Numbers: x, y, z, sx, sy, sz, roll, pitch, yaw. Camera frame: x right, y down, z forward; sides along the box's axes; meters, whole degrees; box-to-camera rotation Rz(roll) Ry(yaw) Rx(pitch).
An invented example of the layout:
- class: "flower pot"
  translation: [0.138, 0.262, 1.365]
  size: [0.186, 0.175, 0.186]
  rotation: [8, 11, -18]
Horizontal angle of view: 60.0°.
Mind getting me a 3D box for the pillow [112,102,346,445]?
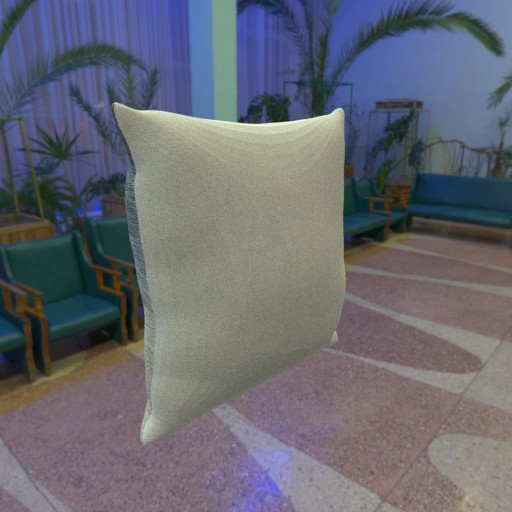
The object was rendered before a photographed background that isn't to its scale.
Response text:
- class: "pillow"
  translation: [0.000, 0.000, 0.677]
  size: [0.182, 0.441, 0.440]
  rotation: [15, 22, 42]
